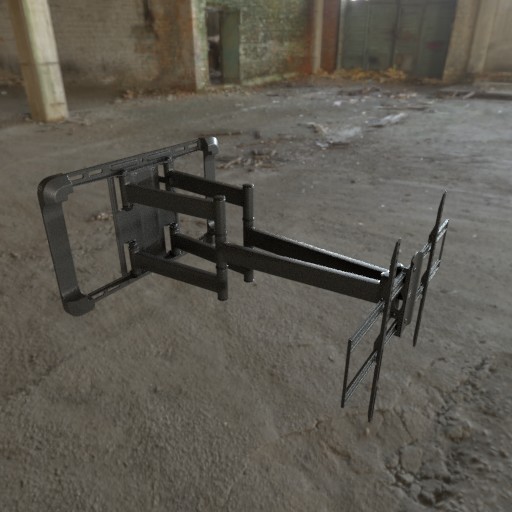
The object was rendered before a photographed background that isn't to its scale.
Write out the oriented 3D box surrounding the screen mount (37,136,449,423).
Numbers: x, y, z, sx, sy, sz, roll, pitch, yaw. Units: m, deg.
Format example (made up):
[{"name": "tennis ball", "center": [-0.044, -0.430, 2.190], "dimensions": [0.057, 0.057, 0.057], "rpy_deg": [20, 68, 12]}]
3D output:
[{"name": "screen mount", "center": [0.000, 0.000, 1.297], "dimensions": [0.905, 0.483, 0.725], "rpy_deg": [17, 31, 31]}]
